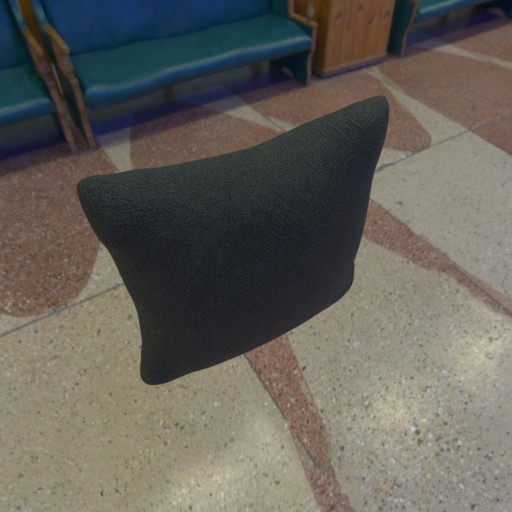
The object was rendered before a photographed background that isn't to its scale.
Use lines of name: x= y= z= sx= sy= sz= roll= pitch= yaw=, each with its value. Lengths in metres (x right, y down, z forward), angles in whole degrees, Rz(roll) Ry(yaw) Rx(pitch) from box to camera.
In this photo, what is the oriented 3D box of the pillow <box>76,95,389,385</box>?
pillow: x=0.000 y=0.000 z=0.829 sx=0.533 sy=0.523 sz=0.210 roll=-23 pitch=50 yaw=-21
